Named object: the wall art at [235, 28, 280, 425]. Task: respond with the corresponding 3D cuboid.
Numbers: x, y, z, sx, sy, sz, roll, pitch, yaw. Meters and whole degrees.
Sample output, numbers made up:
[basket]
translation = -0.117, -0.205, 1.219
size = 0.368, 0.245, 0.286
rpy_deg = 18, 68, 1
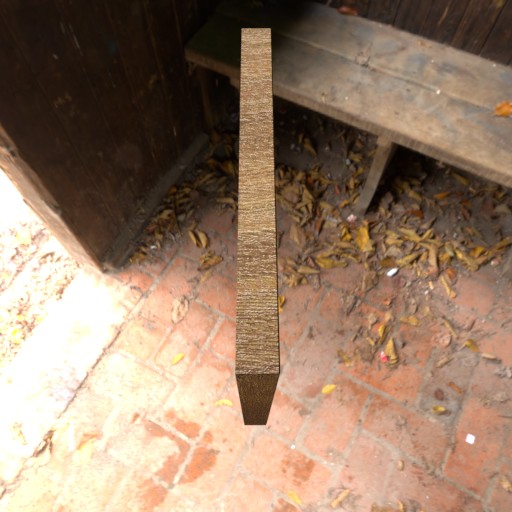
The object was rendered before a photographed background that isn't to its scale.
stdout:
[wall art]
translation = 0.000, 0.000, 0.618
size = 0.039, 0.403, 0.406
rpy_deg = 0, 64, 0
